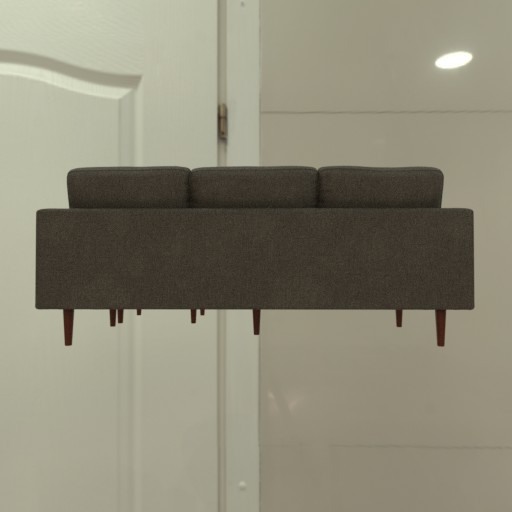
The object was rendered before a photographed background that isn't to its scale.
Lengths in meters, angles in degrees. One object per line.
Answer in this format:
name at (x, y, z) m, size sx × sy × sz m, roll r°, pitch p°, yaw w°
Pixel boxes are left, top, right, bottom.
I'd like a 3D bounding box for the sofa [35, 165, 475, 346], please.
sofa at (0.000, 0.000, 2.976) m, size 2.233 × 0.956 × 1.504 m, roll 0°, pitch -1°, yaw 1°
